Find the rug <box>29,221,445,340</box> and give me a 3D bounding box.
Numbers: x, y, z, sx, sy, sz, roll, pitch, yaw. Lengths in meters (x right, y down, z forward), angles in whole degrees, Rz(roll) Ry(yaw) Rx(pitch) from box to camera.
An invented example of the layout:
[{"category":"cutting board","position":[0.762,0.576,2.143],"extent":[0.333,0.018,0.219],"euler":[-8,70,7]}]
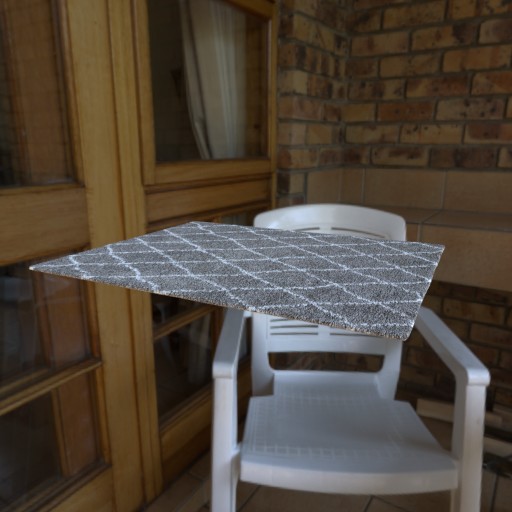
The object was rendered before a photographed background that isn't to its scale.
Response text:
[{"category":"rug","position":[0.000,0.000,4.084],"extent":[3.047,0.029,2.438],"euler":[7,16,26]}]
